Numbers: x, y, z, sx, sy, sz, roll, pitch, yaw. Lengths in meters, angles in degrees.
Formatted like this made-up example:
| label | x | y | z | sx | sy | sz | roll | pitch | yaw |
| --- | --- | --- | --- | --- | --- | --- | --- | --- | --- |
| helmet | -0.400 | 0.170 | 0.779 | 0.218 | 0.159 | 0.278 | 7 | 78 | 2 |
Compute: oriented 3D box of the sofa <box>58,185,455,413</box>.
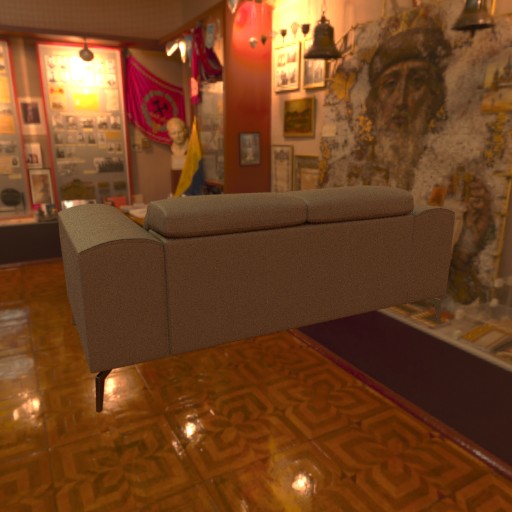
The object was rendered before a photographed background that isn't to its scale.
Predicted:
| label | x | y | z | sx | sy | sz | roll | pitch | yaw |
| --- | --- | --- | --- | --- | --- | --- | --- | --- | --- |
| sofa | 0.000 | 0.000 | 2.399 | 1.895 | 0.779 | 1.003 | -8 | 17 | -26 |
